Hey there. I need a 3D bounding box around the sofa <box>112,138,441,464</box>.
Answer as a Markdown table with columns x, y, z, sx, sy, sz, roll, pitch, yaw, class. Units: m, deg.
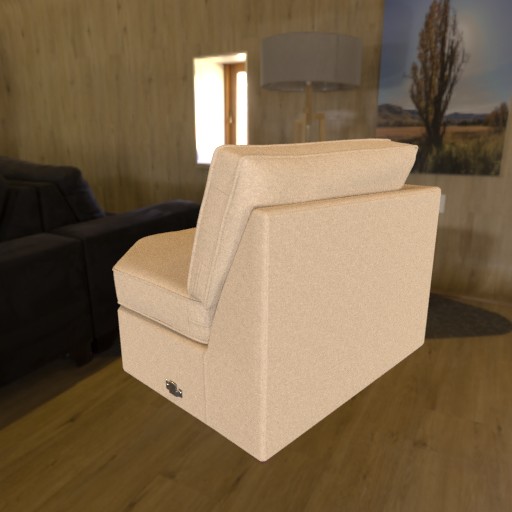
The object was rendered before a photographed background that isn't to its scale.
| x | y | z | sx | sy | sz | roll | pitch | yaw | class |
| --- | --- | --- | --- | --- | --- | --- | --- | --- | --- |
| 0.000 | 0.000 | 1.822 | 1.050 | 0.937 | 1.042 | 15 | 22 | 42 | sofa |
